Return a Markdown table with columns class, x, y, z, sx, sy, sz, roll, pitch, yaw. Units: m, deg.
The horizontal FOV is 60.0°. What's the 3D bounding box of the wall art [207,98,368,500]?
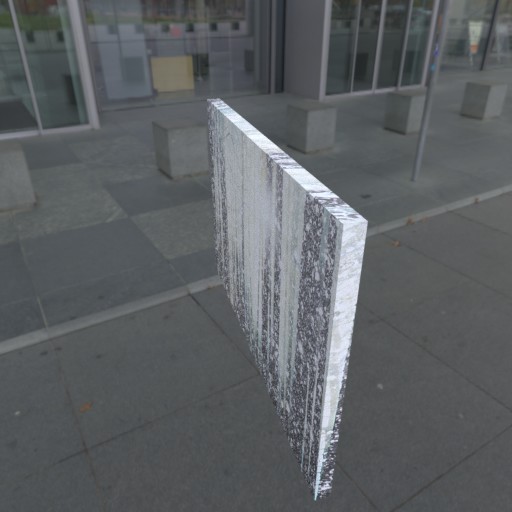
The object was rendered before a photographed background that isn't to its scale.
| class | x | y | z | sx | sy | sz | roll | pitch | yaw |
| --- | --- | --- | --- | --- | --- | --- | --- | --- | --- |
| wall art | 0.000 | 0.000 | 1.110 | 0.038 | 0.598 | 0.919 | -8 | 31 | -14 |
